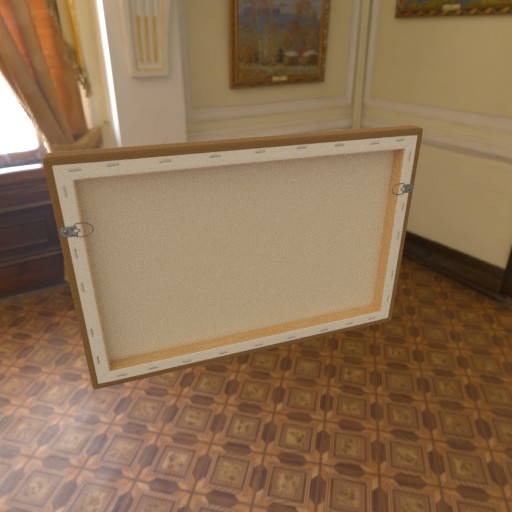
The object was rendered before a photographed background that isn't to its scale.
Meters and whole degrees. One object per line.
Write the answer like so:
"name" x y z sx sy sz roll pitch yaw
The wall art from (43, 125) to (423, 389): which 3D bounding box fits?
"wall art" 0.000 0.000 0.486 0.380 0.254 0.019 -9 28 -18
